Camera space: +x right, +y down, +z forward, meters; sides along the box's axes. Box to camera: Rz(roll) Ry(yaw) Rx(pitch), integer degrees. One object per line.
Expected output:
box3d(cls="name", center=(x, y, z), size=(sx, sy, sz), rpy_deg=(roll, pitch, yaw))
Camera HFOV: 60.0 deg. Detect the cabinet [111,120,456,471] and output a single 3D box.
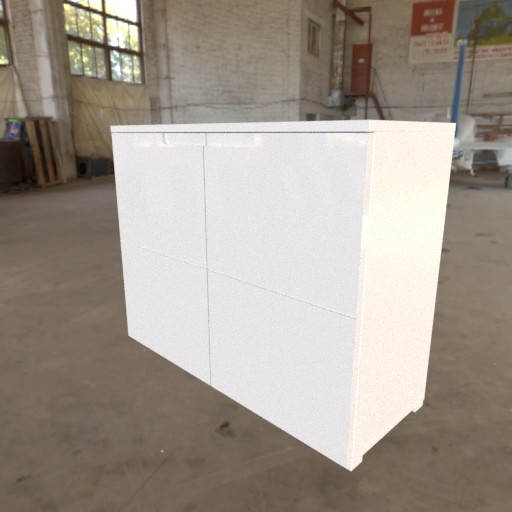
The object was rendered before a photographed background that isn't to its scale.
box3d(cls="cabinet", center=(0.000, 0.000, 1.407), size=(0.400, 0.800, 1.000), rpy_deg=(-15, 21, -43))
